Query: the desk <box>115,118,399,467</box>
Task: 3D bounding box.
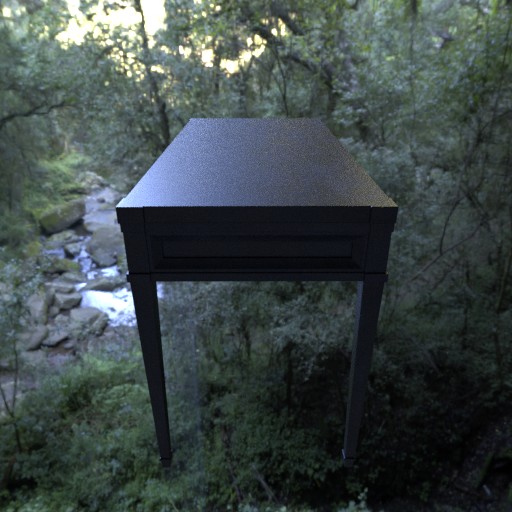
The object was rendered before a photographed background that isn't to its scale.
[{"bbox_3d":[0.000,0.000,1.750,0.630,0.861,1.289,0,26,0],"label":"desk"}]
